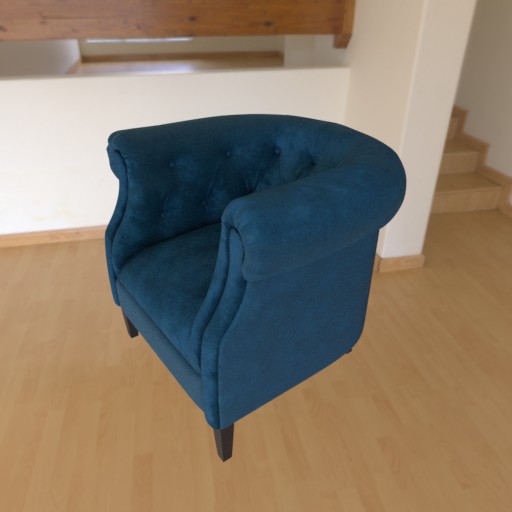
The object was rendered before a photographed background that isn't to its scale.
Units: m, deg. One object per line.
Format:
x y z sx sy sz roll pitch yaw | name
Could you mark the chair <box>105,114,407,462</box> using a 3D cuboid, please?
0.000 0.000 1.567 0.851 0.826 0.904 -21 37 -31 | chair
